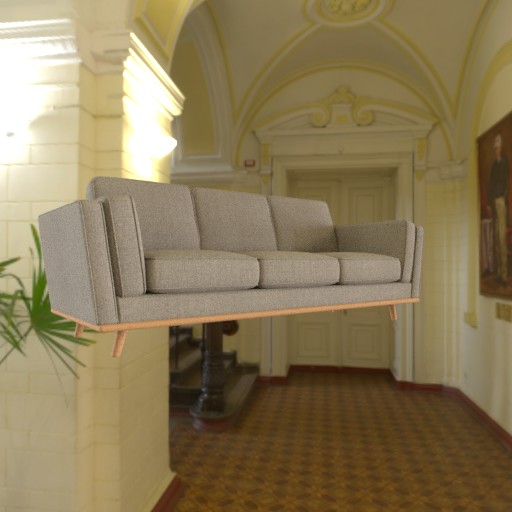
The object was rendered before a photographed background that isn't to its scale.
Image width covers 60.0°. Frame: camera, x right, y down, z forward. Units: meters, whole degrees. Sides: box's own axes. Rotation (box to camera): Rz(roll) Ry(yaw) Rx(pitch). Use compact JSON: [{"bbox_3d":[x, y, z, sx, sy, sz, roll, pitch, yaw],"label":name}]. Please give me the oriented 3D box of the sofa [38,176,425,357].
[{"bbox_3d":[0.000,0.000,2.777,2.362,0.899,0.903,0,-1,-37],"label":"sofa"}]
